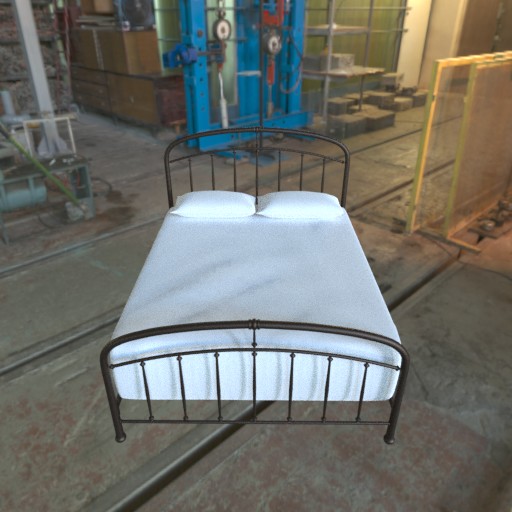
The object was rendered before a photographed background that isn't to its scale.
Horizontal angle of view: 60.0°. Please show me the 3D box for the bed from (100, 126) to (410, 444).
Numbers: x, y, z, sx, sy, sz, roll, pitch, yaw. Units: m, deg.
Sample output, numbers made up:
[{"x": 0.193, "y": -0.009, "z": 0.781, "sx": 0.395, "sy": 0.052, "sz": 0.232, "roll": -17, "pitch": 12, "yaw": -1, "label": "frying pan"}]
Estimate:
[{"x": 0.000, "y": 0.000, "z": 3.301, "sx": 1.711, "sy": 1.425, "sz": 2.180, "roll": 0, "pitch": 29, "yaw": 0, "label": "bed"}]
